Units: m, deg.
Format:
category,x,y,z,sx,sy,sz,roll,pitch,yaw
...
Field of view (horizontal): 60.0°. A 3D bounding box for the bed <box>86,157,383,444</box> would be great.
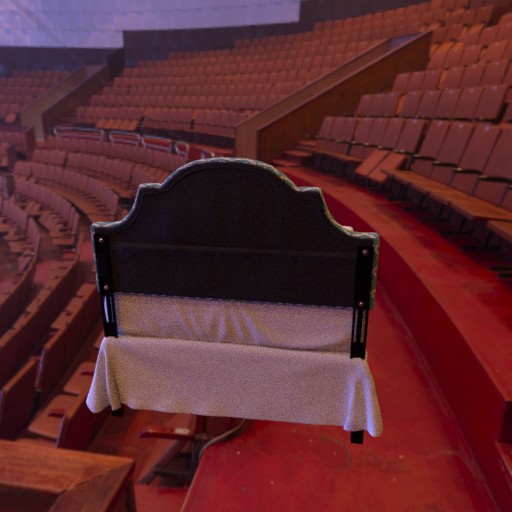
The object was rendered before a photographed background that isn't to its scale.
category,x,y,z,sx,sy,sz,roll,pitch,yaw
bed,0.000,0.000,3.397,1.780,1.633,2.222,3,18,9
